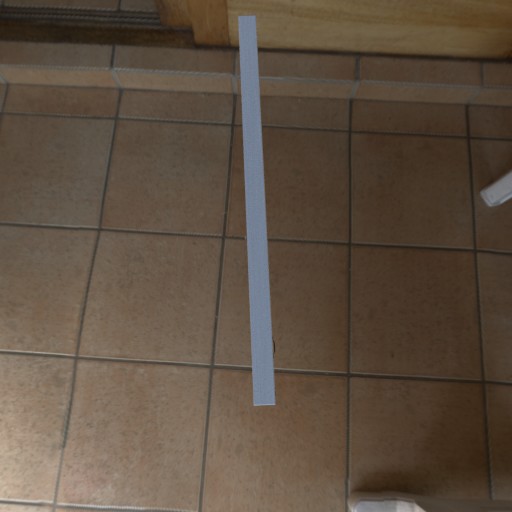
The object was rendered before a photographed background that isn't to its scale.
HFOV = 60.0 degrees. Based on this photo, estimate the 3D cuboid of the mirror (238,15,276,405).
[{"bbox_3d":[0.000,0.000,1.309,0.040,1.016,0.762,-2,76,-1],"label":"mirror"}]
